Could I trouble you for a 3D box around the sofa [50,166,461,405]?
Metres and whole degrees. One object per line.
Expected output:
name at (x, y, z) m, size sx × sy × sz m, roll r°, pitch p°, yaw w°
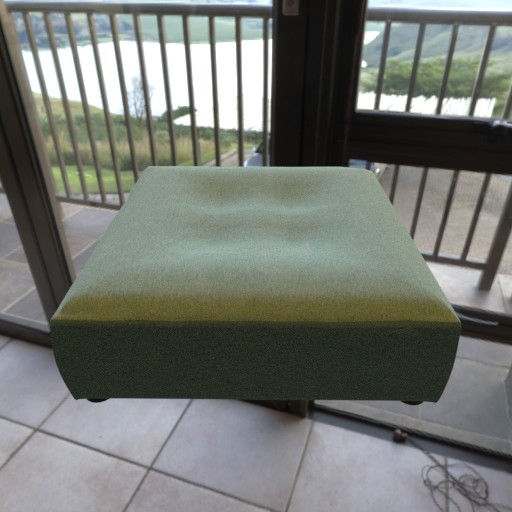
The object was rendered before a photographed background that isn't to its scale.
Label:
sofa at (0.000, 0.000, 1.425) m, size 0.930 × 0.330 × 0.930 m, roll 0°, pitch 32°, yaw 1°
